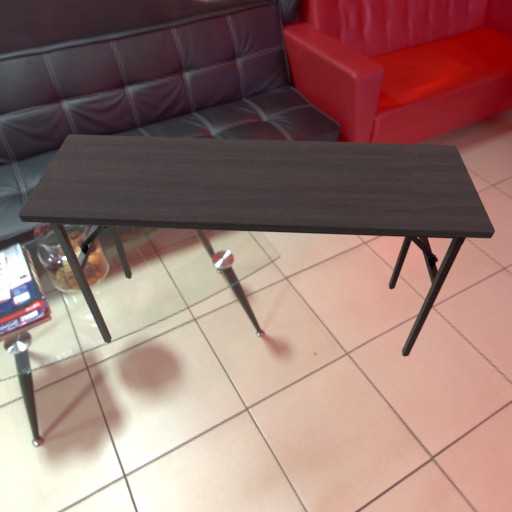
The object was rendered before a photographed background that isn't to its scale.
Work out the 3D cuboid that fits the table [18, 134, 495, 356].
[{"bbox_3d":[0.000,0.000,1.720,1.399,0.750,0.449,2,47,2],"label":"table"}]
